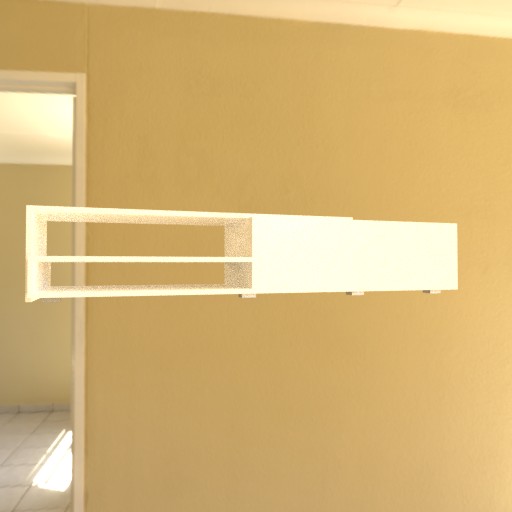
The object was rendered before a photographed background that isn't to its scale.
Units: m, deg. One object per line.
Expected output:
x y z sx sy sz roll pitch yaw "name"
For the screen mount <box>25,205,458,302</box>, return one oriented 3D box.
0.000 0.000 1.844 1.680 0.320 0.420 0 -1 -18 "screen mount"
